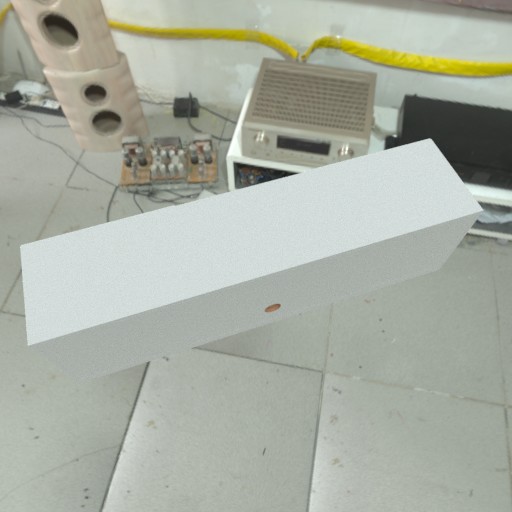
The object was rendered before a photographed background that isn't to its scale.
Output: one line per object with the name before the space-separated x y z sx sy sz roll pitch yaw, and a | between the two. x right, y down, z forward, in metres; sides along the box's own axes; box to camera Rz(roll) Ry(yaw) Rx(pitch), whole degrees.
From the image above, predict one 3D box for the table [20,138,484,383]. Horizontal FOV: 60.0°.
table | 0.000 0.000 1.715 1.550 0.440 0.400 -16 61 -9
